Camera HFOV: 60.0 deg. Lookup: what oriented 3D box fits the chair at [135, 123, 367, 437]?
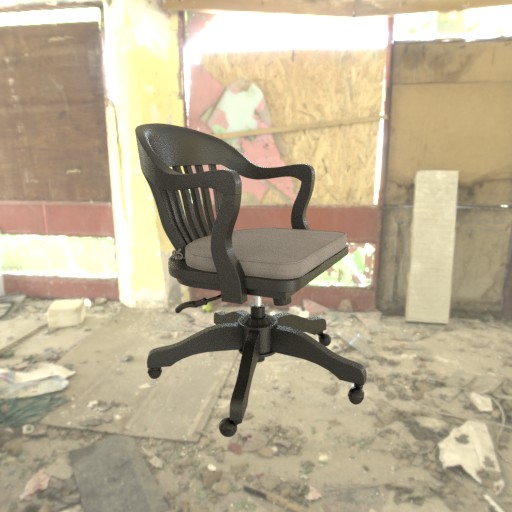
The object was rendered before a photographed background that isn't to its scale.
[{"bbox_3d":[0.000,0.000,1.496,0.788,0.878,0.750,7,15,26],"label":"chair"}]
